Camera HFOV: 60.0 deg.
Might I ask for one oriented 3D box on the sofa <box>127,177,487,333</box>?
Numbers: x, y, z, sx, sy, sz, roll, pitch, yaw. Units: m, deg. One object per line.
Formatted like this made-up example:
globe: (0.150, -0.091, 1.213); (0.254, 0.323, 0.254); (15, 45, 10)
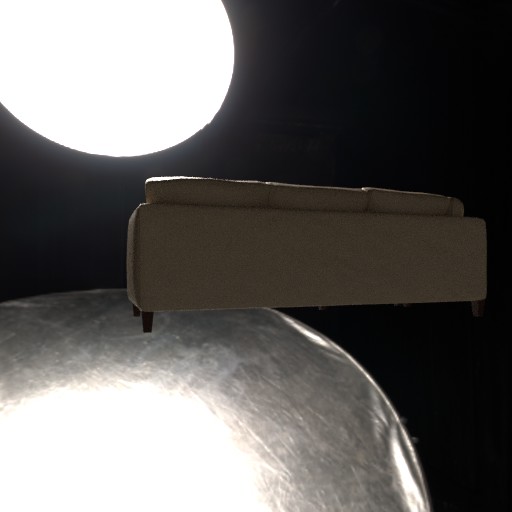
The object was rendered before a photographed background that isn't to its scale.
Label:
sofa: (0.000, 0.000, 4.450); (2.593, 0.947, 3.302); (0, -1, -19)
